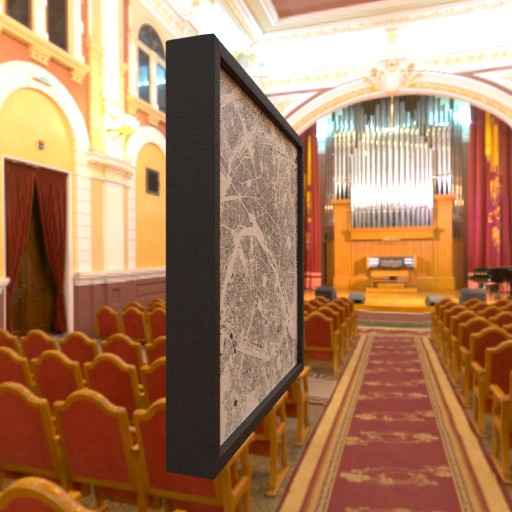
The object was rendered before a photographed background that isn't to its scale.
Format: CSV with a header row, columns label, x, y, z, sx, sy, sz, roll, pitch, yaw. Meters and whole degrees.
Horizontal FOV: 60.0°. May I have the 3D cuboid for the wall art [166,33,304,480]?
label,x,y,z,sx,sy,sz,roll,pitch,yaw
wall art,0.000,0.000,0.452,0.037,0.305,0.305,0,0,18
